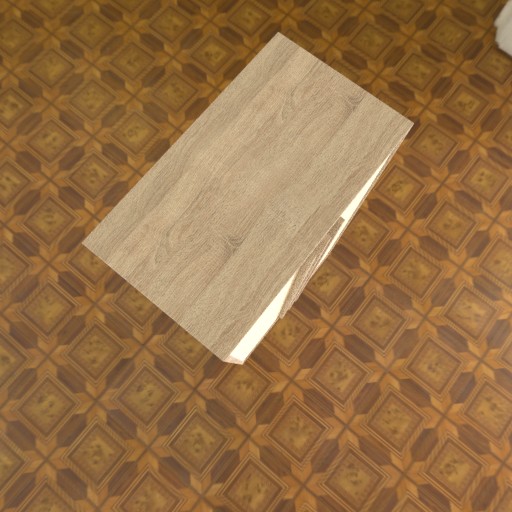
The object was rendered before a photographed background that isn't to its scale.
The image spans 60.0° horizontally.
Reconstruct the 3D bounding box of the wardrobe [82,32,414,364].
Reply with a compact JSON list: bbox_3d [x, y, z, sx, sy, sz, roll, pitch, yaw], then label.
[{"bbox_3d":[0.000,0.000,2.388,0.600,1.960,1.000,38,79,9],"label":"wardrobe"}]
